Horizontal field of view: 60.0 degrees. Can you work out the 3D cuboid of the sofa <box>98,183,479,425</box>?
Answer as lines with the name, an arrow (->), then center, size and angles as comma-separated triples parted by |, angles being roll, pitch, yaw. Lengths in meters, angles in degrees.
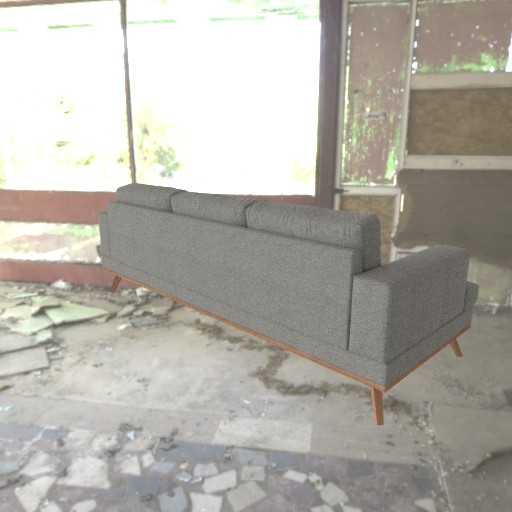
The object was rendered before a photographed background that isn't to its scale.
sofa -> 0.000, 0.000, 2.714 | 0.920, 0.810, 2.310 | -14, 21, -43
